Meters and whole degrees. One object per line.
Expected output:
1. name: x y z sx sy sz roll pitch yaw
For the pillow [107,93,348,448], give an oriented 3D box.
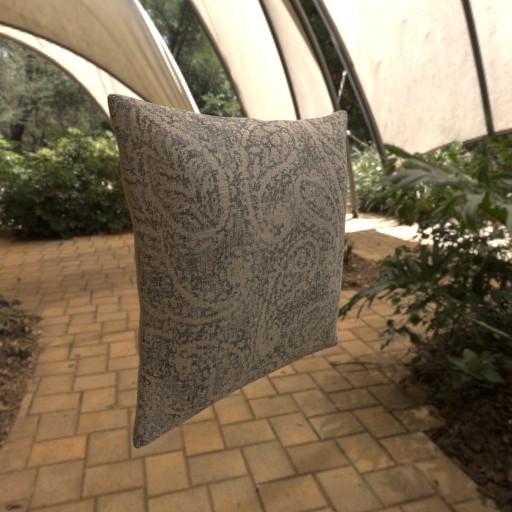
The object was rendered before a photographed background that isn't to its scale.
1. pillow: 0.000 0.000 0.781 0.523 0.510 0.166 -14 20 -43
